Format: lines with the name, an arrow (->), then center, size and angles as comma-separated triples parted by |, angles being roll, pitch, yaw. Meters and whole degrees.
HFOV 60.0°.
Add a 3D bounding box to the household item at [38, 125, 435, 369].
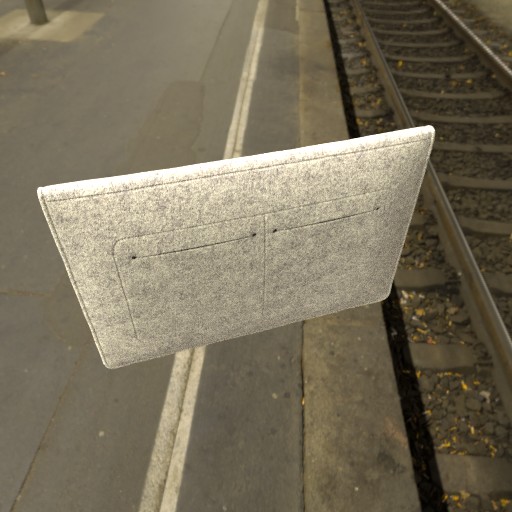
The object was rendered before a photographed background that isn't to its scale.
household item -> 0.000, 0.000, 0.435 | 0.335, 0.221, 0.057 | -12, 43, -13
